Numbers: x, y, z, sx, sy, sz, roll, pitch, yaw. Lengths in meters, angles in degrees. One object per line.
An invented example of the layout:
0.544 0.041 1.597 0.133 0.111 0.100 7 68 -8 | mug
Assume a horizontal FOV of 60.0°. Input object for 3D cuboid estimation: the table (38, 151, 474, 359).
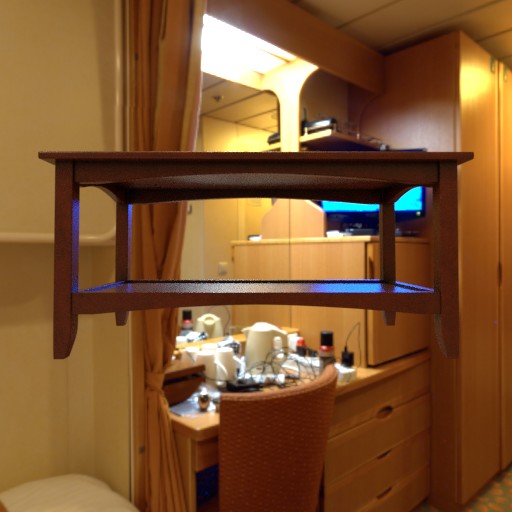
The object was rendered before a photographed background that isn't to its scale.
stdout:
0.000 0.000 1.224 0.943 0.456 0.533 0 0 0 | table
